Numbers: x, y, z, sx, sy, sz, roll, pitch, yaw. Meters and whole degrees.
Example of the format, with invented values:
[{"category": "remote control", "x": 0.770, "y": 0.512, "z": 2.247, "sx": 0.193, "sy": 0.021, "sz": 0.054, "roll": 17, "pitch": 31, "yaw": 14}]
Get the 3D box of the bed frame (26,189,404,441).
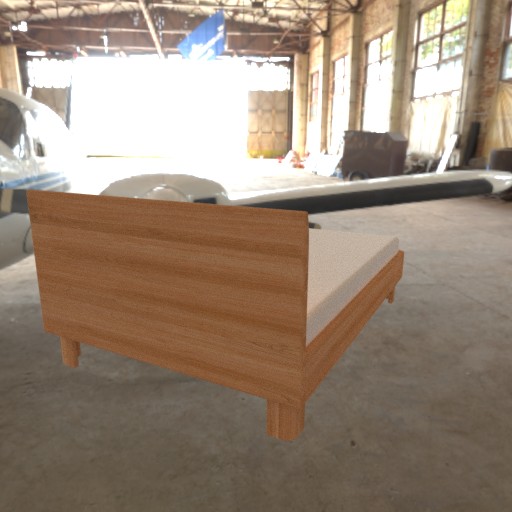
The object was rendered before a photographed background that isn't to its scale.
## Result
[{"category": "bed frame", "x": 0.000, "y": 0.000, "z": 2.784, "sx": 1.472, "sy": 0.940, "sz": 1.992, "roll": 8, "pitch": 16, "yaw": 28}]
